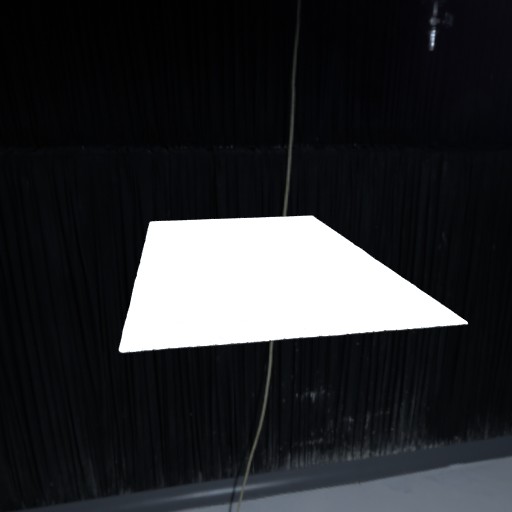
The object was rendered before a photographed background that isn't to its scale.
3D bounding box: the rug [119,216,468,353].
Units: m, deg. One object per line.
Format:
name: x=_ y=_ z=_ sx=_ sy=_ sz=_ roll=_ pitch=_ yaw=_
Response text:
rug: x=0.000 y=0.000 z=3.032 sx=1.546 sy=0.010 sz=2.442 roll=-3 pitch=17 yaw=-10
